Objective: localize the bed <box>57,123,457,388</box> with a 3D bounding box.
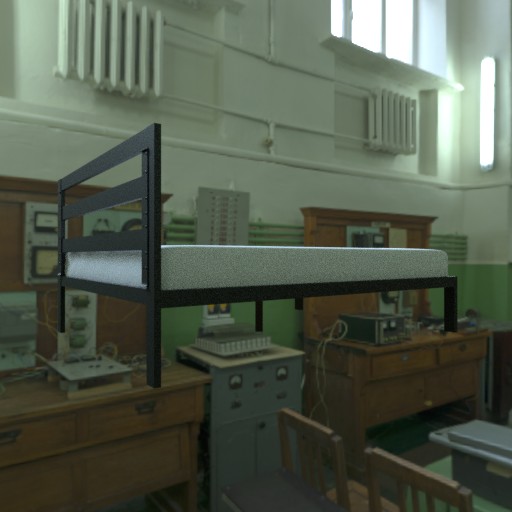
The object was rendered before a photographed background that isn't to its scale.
[{"bbox_3d":[0.000,0.000,2.827,2.062,0.967,1.524,0,0,-36],"label":"bed"}]
